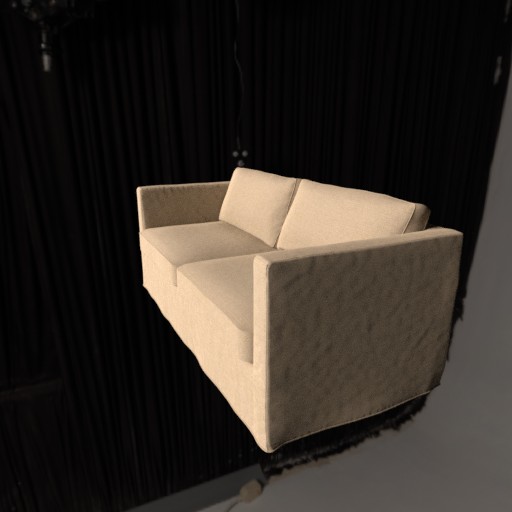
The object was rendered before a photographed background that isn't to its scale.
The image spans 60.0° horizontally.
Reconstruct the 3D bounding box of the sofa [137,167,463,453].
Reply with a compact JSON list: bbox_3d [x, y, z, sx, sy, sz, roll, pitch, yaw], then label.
[{"bbox_3d":[0.000,0.000,2.519,0.956,0.847,1.987,-8,19,-25],"label":"sofa"}]
